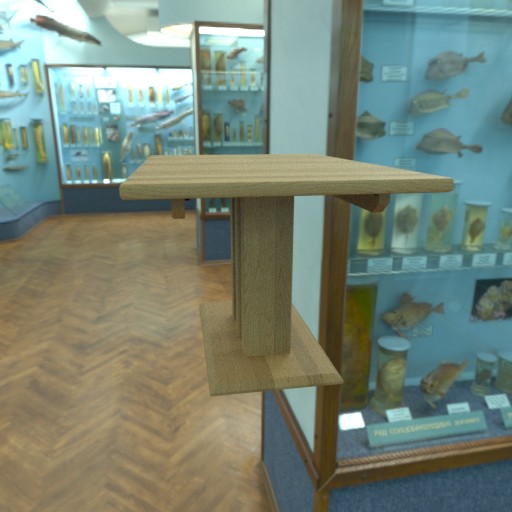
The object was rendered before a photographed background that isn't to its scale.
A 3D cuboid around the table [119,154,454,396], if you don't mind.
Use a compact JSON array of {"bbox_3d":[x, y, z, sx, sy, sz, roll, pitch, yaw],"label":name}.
[{"bbox_3d":[0.000,0.000,1.874,0.900,0.770,1.300,-3,16,-9],"label":"table"}]
